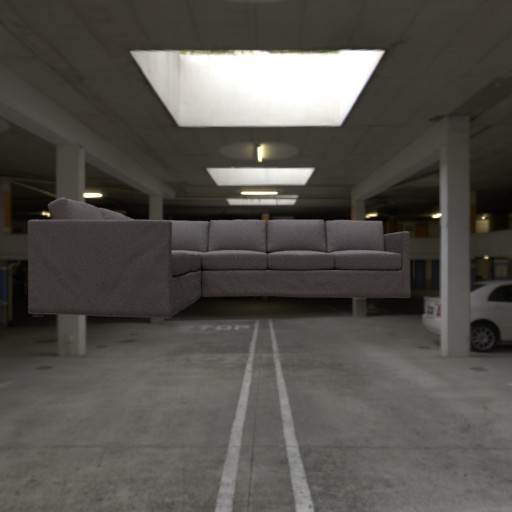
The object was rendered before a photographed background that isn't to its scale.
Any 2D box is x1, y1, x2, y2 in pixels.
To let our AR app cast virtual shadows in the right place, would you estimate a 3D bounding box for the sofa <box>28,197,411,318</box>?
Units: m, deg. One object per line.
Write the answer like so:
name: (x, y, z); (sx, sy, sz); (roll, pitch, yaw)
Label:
sofa: (0.000, 0.000, 4.285); (3.182, 0.871, 2.432); (0, 0, 1)
